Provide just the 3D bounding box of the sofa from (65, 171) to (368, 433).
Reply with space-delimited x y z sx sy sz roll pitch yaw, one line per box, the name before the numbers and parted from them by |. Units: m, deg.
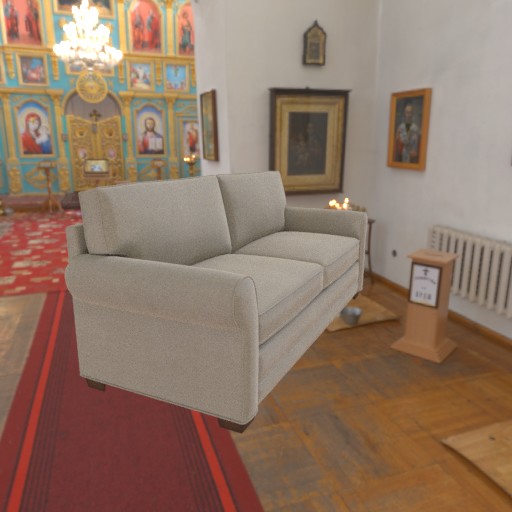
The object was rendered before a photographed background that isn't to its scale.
sofa | 0.000 0.000 2.683 0.901 0.962 2.146 6 15 25
